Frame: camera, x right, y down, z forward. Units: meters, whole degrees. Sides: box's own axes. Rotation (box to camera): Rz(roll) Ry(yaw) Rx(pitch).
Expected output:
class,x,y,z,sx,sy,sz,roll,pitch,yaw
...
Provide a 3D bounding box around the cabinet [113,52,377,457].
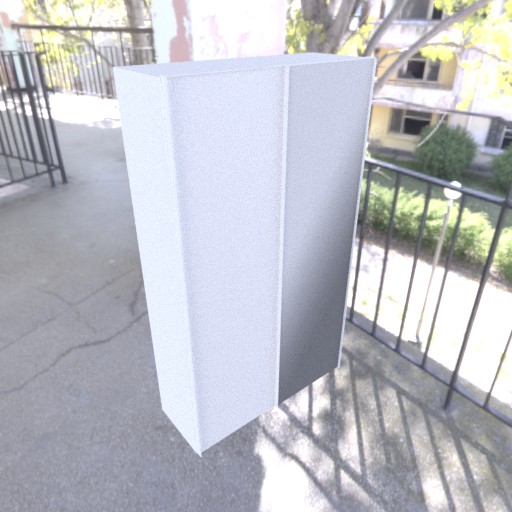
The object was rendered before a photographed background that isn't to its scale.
class,x,y,z,sx,sy,sz,roll,pitch,yaw
cabinet,0.000,0.000,2.668,1.250,2.160,0.480,-21,35,-33
